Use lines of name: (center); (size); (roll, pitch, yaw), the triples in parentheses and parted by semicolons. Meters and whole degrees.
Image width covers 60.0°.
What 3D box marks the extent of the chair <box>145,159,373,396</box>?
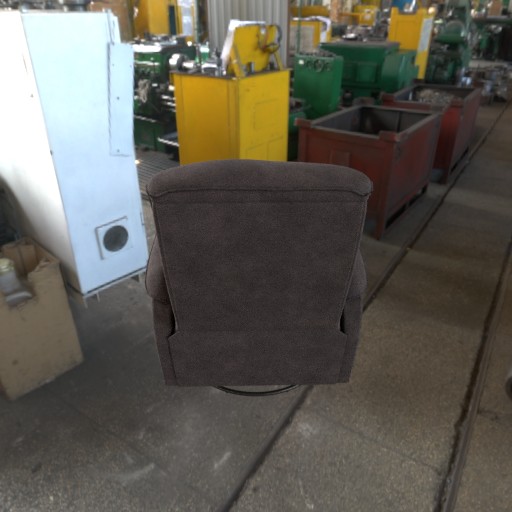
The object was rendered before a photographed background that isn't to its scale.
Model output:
chair: (0.000, 0.000, 1.749); (0.830, 1.035, 1.009); (-1, 30, -1)
